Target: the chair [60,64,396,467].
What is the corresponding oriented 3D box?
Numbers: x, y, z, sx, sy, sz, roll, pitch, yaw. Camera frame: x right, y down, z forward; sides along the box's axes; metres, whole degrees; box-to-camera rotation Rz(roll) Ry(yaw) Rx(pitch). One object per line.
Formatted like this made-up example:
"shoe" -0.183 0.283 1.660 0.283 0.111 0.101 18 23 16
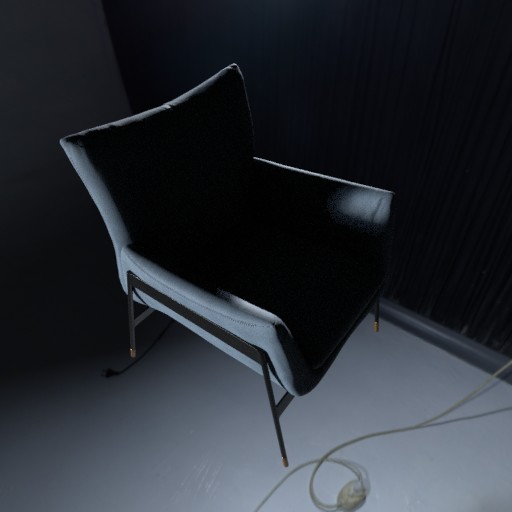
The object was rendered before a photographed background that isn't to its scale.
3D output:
"chair" 0.000 0.000 1.377 0.709 0.858 0.678 26 47 26
